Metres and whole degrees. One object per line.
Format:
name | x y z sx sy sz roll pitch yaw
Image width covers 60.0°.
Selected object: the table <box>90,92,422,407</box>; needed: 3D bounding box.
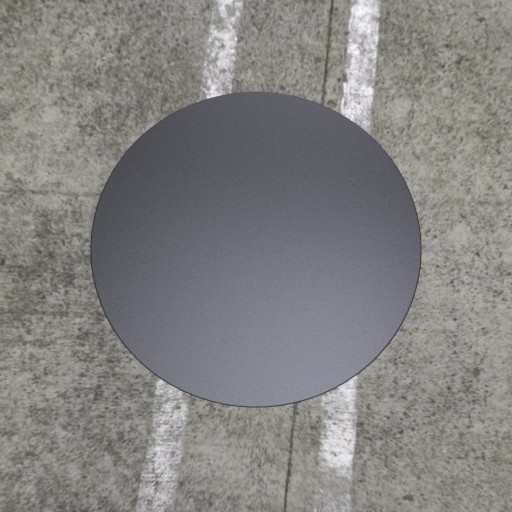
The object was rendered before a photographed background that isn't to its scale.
table | 0.000 0.000 1.446 0.914 0.457 0.914 0 74 0
